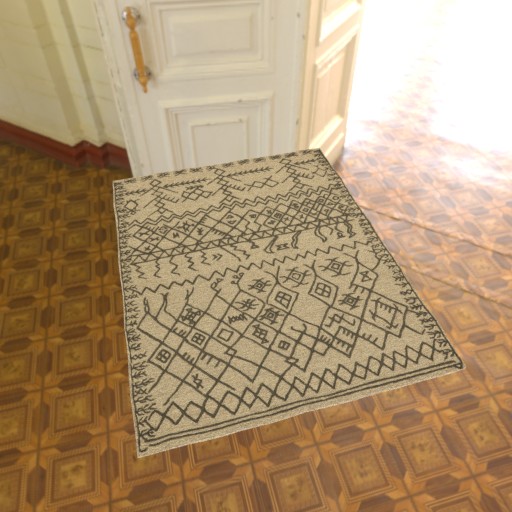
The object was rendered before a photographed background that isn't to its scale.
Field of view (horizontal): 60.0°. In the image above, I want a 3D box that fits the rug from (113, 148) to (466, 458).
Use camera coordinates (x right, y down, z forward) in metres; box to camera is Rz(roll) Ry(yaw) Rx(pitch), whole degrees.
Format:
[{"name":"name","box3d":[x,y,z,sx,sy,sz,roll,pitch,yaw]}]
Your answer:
[{"name":"rug","box3d":[0.000,0.000,3.275,1.964,0.025,2.455,-11,48,-11]}]
